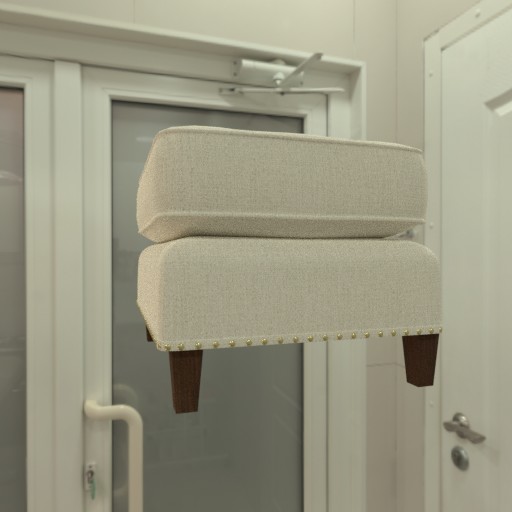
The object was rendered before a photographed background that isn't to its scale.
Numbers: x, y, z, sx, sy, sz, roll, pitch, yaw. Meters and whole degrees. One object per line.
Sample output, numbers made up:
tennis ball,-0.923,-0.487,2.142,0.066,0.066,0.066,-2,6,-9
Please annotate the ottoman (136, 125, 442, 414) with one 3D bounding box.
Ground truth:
ottoman,0.000,0.000,1.163,0.589,0.537,0.738,0,0,-18
